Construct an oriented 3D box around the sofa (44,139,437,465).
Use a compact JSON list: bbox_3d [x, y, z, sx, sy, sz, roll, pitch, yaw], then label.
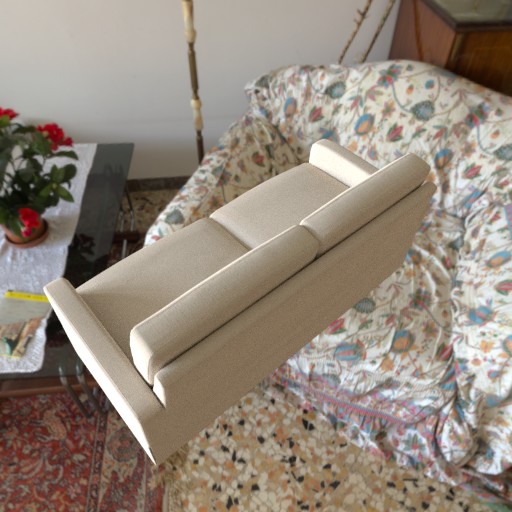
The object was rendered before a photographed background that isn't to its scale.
[{"bbox_3d":[0.000,0.000,2.231,1.808,0.831,0.894,-33,54,-27],"label":"sofa"}]
